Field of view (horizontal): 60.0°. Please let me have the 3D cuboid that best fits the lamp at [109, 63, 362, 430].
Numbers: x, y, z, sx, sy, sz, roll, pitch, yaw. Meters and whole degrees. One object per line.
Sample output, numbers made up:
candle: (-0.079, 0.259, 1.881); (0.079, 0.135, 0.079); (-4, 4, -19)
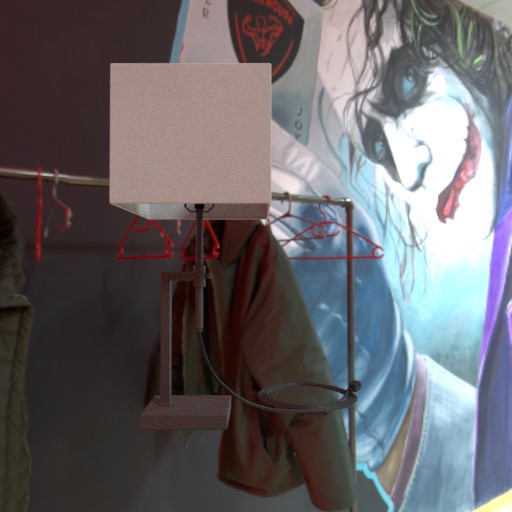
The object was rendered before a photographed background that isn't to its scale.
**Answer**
lamp: (0.000, 0.000, 0.960); (0.504, 0.660, 0.399); (0, -1, 0)
